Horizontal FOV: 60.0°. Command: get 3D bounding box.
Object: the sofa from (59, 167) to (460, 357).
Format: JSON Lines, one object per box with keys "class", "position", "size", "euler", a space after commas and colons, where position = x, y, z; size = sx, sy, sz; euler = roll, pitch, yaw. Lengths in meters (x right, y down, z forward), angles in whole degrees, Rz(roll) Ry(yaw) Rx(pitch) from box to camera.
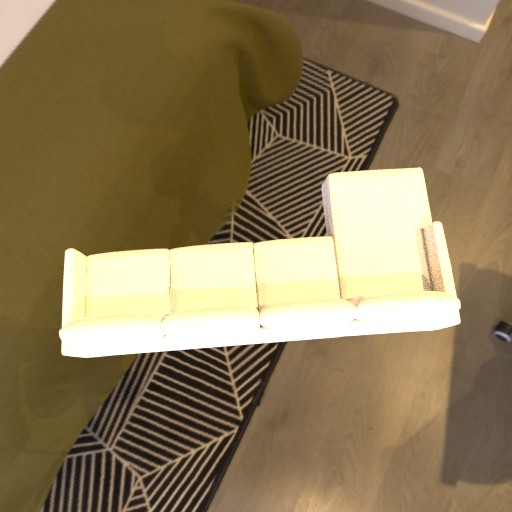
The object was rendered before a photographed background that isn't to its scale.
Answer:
{"class": "sofa", "position": [0.000, 0.000, 3.833], "size": [3.186, 0.875, 1.467], "euler": [-4, 75, -1]}
